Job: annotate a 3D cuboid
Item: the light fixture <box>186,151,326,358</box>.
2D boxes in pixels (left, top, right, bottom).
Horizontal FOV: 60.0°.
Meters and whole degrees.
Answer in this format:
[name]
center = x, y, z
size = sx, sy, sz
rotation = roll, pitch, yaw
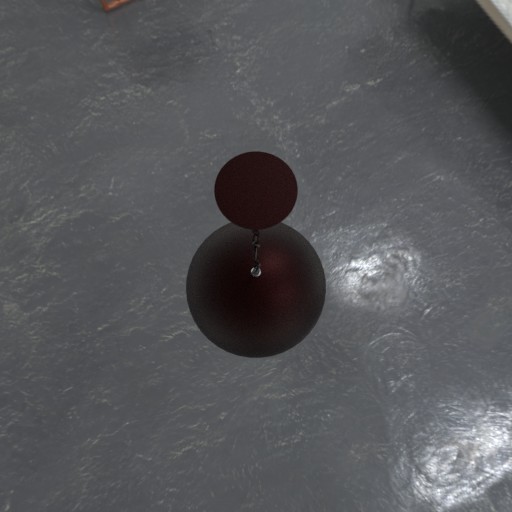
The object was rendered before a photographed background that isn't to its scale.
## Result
[light fixture]
center = 0.000, 0.000, 1.154
size = 0.492, 0.869, 0.492
rotation = 41, 79, 10
